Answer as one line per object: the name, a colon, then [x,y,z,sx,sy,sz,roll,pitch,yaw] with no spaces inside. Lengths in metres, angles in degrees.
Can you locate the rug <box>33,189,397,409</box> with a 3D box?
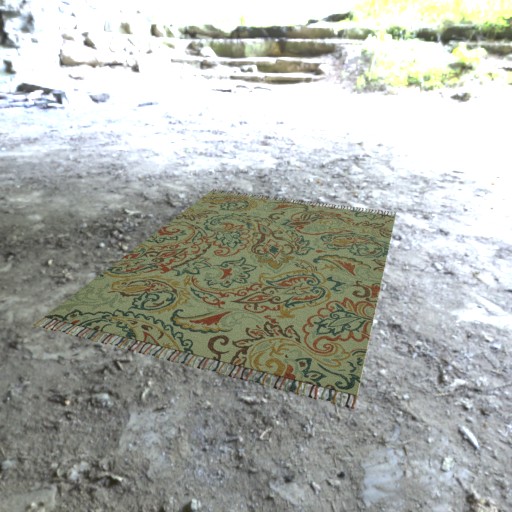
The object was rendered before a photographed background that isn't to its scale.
rug: [0.000,0.000,4.377,2.439,0.015,3.274,10,29,17]
